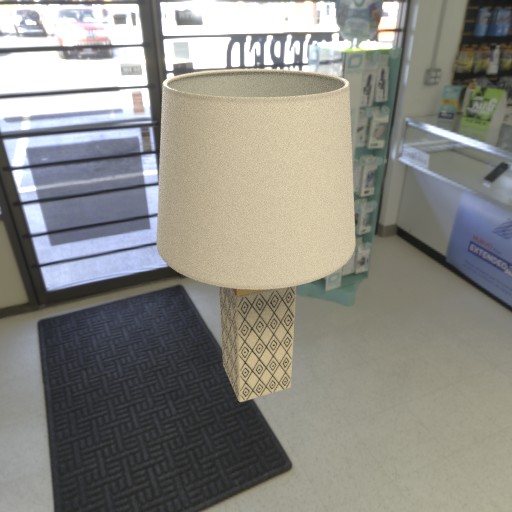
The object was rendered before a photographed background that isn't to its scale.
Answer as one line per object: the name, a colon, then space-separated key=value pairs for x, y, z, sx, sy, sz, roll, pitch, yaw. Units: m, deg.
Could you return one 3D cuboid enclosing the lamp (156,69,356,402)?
lamp: x=0.000 y=0.000 z=0.586 sx=0.251 sy=0.435 sz=0.251 roll=0 pitch=30 yaw=0
